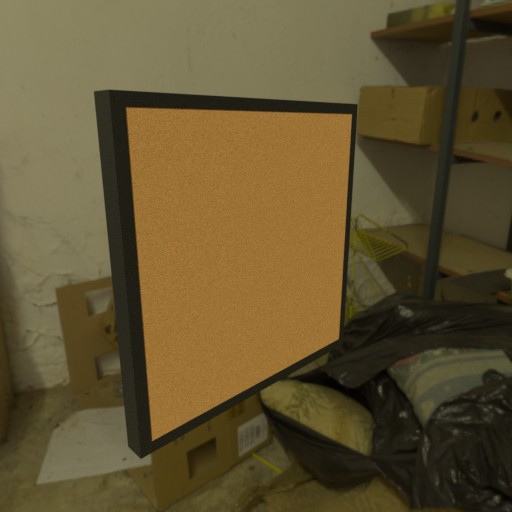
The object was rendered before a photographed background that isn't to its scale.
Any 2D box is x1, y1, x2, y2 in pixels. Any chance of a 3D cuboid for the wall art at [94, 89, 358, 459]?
[{"bbox_3d":[0.000,0.000,0.757,0.506,0.506,0.037,-15,22,-42],"label":"wall art"}]
